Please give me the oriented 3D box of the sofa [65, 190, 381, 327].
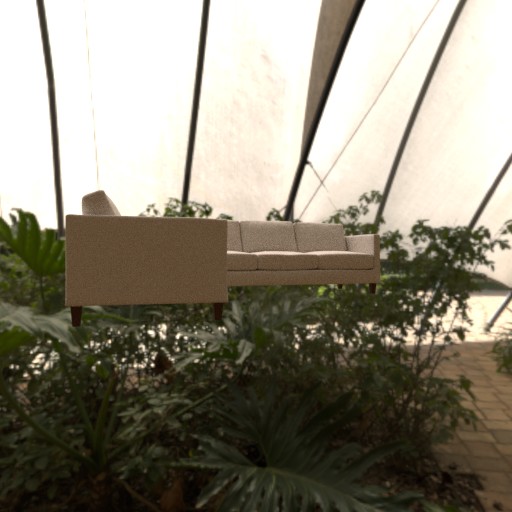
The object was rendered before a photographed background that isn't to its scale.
[{"bbox_3d":[0.000,0.000,4.285,3.182,0.863,2.432,0,0,-18],"label":"sofa"}]
